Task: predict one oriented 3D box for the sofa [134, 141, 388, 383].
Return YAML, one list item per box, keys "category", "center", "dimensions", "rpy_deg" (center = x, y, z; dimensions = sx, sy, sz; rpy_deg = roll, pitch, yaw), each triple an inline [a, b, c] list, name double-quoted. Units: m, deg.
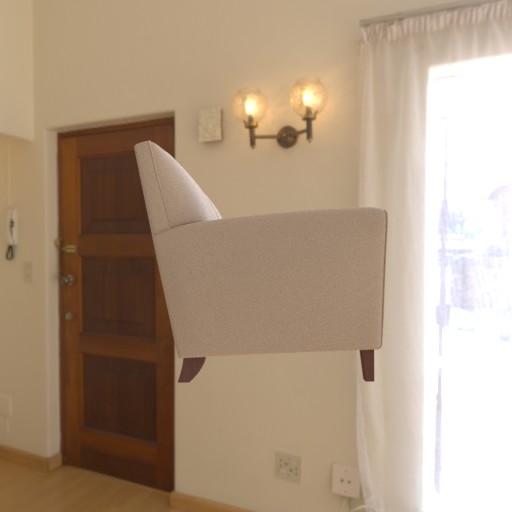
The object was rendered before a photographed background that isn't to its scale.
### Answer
- category: "sofa"
  center: [0.000, 0.000, 2.479]
  dimensions: [0.875, 0.846, 2.000]
  rpy_deg: [0, 2, -1]
